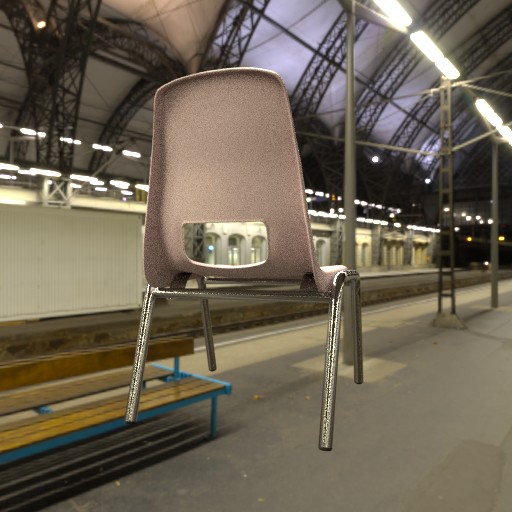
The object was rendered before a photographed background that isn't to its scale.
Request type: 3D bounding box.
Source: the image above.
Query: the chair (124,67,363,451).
[{"bbox_3d":[0.000,0.000,0.813,0.354,0.537,0.385,0,0,18],"label":"chair"}]
